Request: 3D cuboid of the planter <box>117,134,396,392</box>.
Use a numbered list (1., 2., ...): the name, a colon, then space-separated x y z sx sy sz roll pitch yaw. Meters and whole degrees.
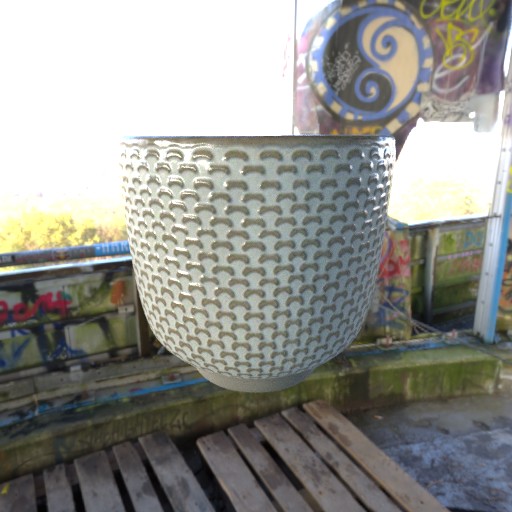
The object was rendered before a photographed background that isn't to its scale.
1. planter: 0.000 0.000 0.304 0.173 0.160 0.173 0 15 0
